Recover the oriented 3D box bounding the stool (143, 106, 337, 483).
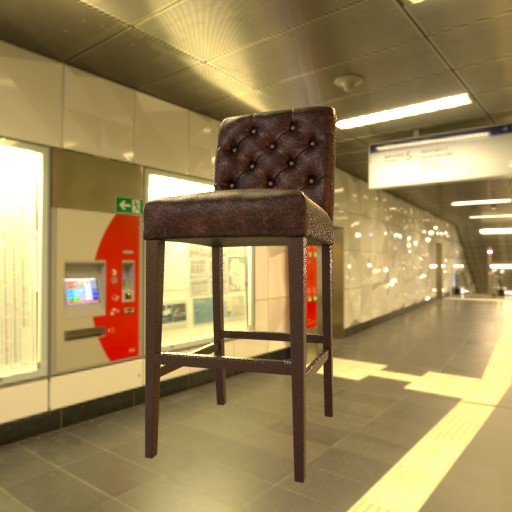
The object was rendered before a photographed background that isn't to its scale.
[{"bbox_3d":[0.000,0.000,1.507,0.483,1.168,0.659,0,-1,19],"label":"stool"}]
